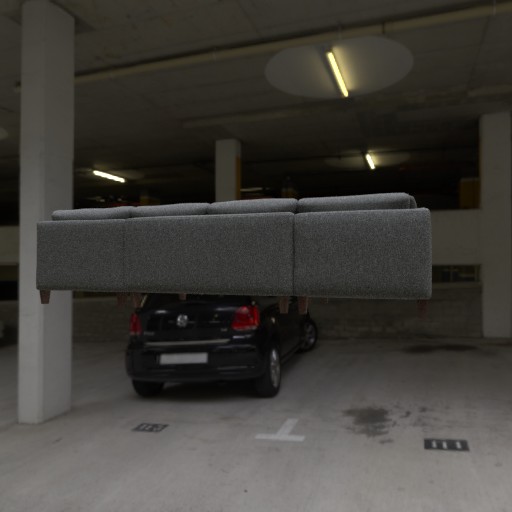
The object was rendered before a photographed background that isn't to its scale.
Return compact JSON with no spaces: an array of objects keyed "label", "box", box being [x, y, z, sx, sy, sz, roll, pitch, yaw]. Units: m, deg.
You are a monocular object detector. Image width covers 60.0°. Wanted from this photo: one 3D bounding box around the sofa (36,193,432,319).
[{"label":"sofa","box":[0.000,0.000,4.513,3.238,0.853,2.551,0,-1,19]}]
